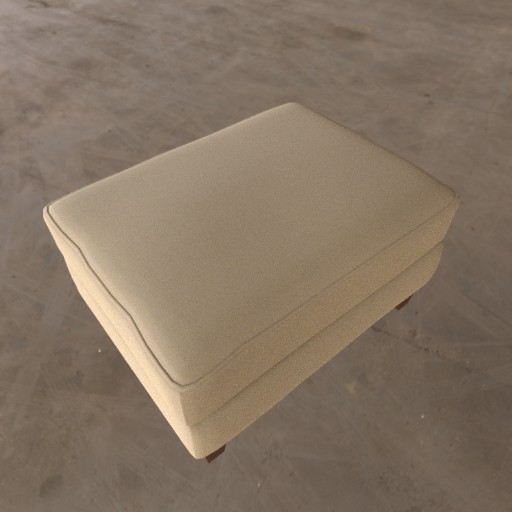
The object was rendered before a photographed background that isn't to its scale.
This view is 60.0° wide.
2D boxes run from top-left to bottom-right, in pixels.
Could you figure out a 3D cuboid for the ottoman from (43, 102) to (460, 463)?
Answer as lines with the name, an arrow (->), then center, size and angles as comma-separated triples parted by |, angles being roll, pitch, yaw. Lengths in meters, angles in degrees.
ottoman -> 0.000, 0.000, 1.174 | 0.818, 0.485, 0.634 | -31, 54, -26
